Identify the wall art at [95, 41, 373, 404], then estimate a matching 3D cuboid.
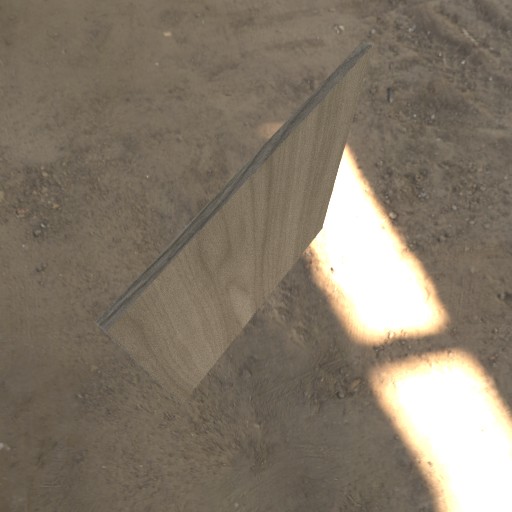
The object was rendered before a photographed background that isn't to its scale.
[{"bbox_3d":[0.000,0.000,0.750,0.016,0.507,0.508,34,69,15],"label":"wall art"}]
